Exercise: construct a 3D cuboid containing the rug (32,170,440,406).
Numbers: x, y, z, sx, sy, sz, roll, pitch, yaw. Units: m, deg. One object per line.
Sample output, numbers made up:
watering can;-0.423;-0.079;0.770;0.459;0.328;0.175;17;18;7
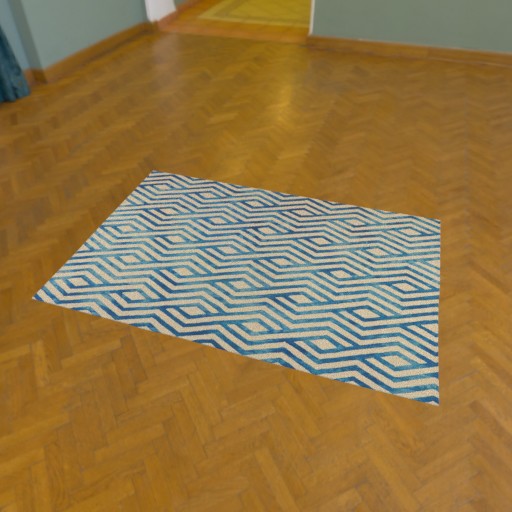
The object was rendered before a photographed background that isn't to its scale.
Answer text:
rug;0.000;0.000;2.312;1.830;0.008;1.225;12;43;13
